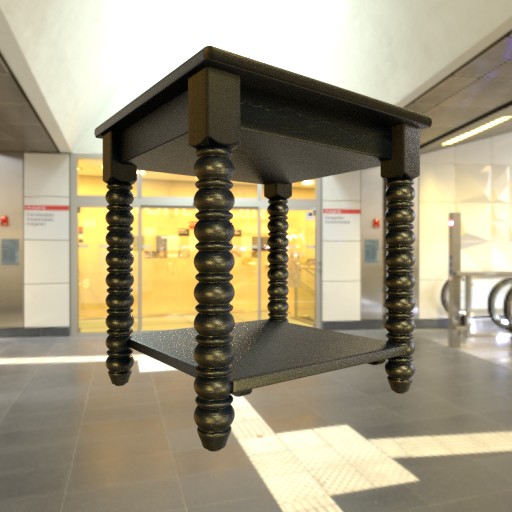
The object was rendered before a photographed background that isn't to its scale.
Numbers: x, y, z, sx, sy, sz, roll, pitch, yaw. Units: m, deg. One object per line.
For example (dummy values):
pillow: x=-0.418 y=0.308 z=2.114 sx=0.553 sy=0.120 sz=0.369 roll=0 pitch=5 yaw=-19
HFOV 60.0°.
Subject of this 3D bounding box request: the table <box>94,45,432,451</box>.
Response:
table: x=0.000 y=0.000 z=0.947 sx=0.533 sy=0.567 sz=0.500 roll=0 pitch=0 yaw=-37
